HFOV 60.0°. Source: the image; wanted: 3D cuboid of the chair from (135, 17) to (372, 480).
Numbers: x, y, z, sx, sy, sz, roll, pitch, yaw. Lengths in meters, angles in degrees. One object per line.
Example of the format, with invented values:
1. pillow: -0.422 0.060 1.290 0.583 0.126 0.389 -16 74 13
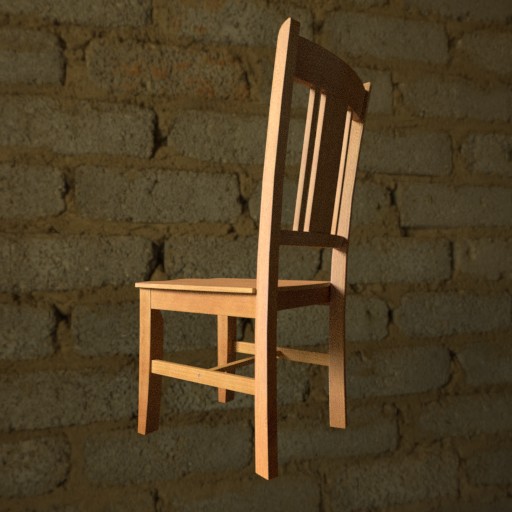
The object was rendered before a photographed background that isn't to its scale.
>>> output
1. chair: 0.000 0.000 1.257 0.556 0.998 0.450 -1 -1 36
